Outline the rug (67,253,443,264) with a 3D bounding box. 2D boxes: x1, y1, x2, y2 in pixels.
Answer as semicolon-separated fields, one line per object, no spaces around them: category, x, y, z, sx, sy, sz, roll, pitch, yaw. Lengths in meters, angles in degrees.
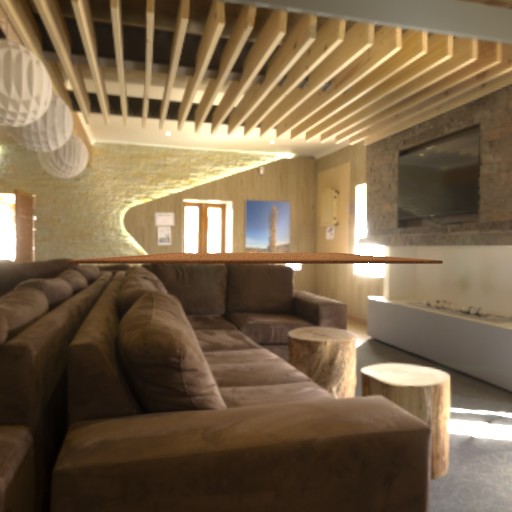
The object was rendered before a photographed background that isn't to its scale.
rug;0.000;0.000;3.009;1.524;0.014;2.438;0;1;0
